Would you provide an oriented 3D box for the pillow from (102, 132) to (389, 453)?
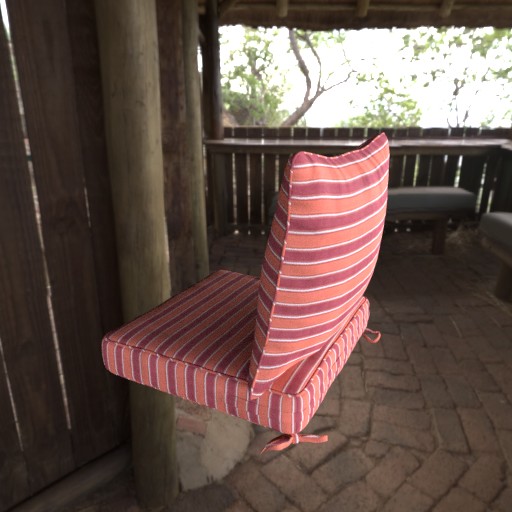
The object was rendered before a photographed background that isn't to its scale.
[{"bbox_3d":[0.000,0.000,1.385,0.733,0.723,0.799,9,21,26],"label":"pillow"}]
